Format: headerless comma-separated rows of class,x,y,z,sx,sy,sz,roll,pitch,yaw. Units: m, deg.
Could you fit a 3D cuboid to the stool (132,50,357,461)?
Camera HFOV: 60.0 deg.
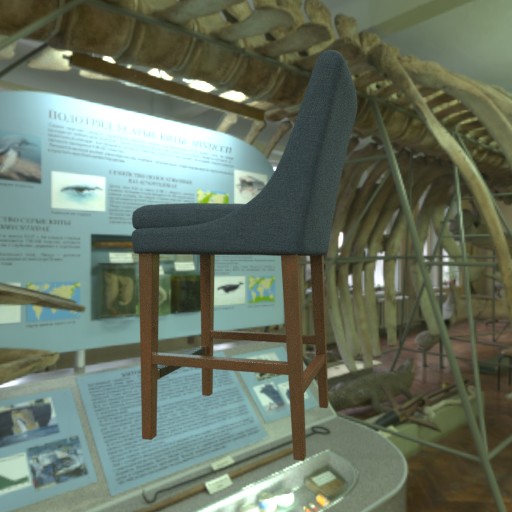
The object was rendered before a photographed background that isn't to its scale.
stool,0.000,0.000,1.311,0.577,0.981,0.470,0,0,17
